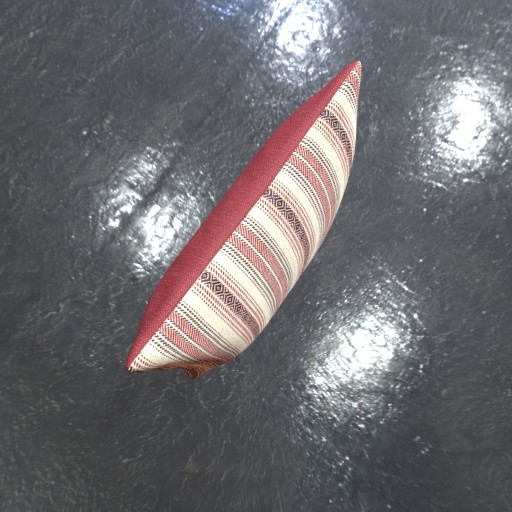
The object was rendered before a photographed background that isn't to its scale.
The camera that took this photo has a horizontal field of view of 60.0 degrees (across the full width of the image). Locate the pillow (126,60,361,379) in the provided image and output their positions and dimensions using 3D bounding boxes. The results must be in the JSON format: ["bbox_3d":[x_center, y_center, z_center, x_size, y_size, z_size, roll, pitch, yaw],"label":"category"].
[{"bbox_3d":[0.000,0.000,0.793,0.166,0.497,0.513,34,77,9],"label":"pillow"}]
